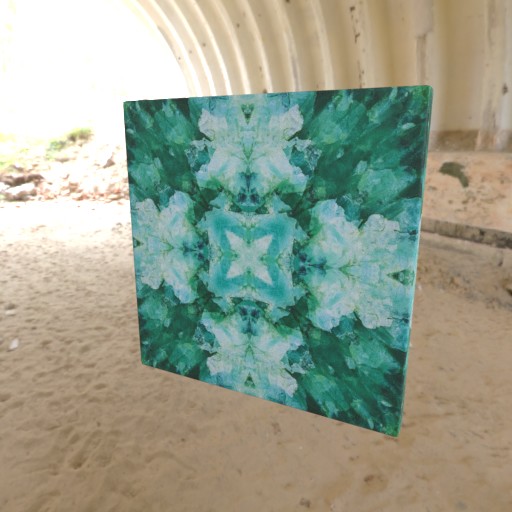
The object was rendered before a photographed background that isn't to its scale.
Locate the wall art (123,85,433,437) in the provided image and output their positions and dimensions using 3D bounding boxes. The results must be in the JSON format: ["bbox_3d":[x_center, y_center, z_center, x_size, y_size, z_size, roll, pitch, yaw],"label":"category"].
[{"bbox_3d":[0.000,0.000,0.741,0.507,0.508,0.038,7,16,26],"label":"wall art"}]
